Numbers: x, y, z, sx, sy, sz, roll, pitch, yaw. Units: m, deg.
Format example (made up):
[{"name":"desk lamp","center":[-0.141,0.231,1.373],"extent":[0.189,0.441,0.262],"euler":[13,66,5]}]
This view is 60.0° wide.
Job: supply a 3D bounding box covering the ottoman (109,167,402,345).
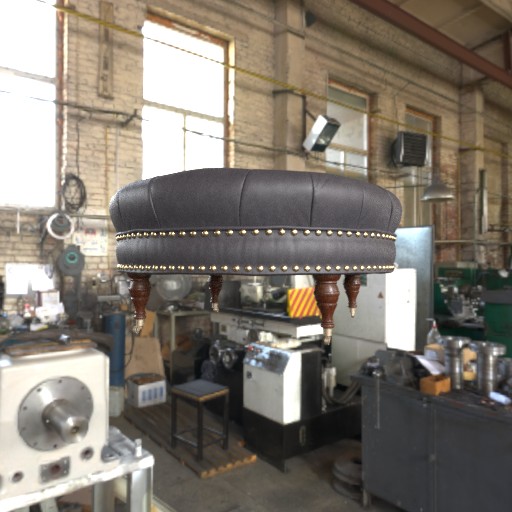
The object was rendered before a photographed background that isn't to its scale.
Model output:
[{"name":"ottoman","center":[0.000,0.000,1.420],"extent":[0.901,0.439,0.901],"euler":[0,-1,0]}]
